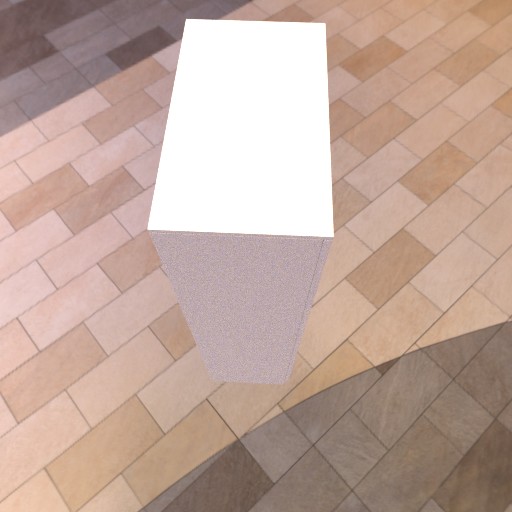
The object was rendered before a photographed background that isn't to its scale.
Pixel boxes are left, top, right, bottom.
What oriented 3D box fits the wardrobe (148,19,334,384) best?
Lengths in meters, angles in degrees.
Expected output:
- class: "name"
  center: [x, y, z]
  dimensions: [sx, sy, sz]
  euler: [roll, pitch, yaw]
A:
- class: "wardrobe"
  center: [0.000, 0.000, 1.955]
  dimensions: [0.470, 1.700, 0.760]
  euler: [2, 63, 1]
